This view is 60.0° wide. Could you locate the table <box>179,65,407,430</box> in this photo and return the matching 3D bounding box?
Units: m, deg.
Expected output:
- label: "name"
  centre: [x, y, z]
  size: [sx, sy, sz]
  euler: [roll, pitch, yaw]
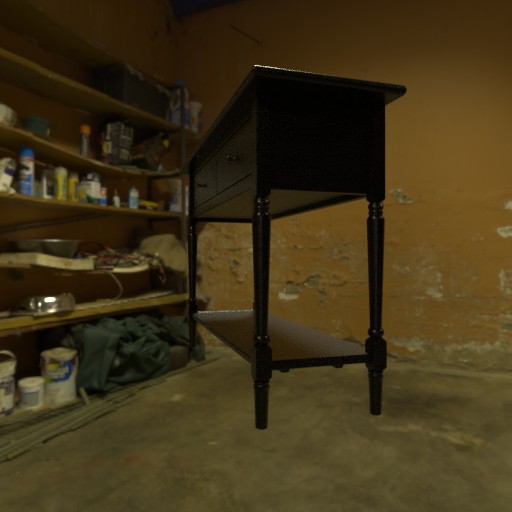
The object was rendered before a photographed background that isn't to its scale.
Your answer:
- label: "table"
  centre: [0.000, 0.000, 1.572]
  size: [0.386, 0.819, 1.191]
  euler: [0, 0, -17]
